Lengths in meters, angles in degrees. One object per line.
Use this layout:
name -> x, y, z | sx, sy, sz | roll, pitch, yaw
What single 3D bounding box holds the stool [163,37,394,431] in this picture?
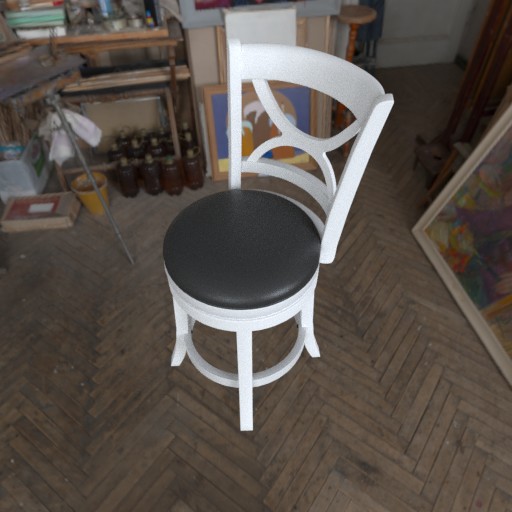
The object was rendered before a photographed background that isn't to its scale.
stool -> 0.000, 0.000, 1.214 | 0.444, 0.953, 0.508 | 33, 55, 27
